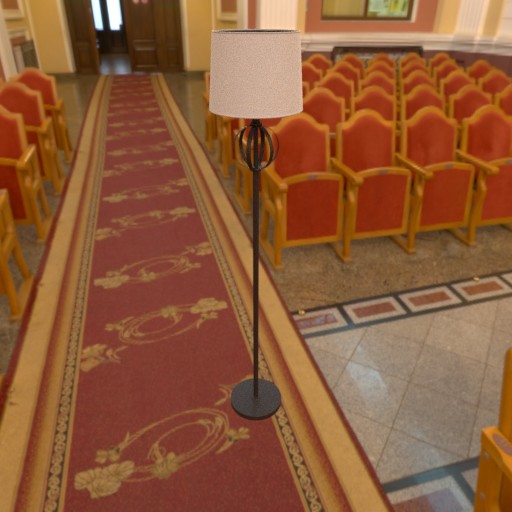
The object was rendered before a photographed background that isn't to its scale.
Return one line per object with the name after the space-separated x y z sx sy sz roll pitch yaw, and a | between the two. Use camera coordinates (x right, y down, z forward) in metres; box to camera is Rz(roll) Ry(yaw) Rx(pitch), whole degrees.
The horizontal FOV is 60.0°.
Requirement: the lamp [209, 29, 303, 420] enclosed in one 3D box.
0.000 0.000 1.613 0.286 1.462 0.286 -7 30 -12 | lamp
